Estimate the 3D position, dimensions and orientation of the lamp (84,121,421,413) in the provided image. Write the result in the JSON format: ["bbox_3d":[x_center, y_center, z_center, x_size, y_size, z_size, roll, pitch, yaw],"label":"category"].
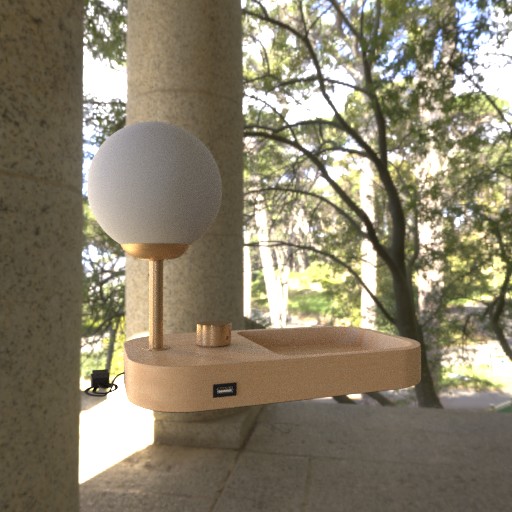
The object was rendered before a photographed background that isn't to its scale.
[{"bbox_3d":[0.000,0.000,0.459,0.331,0.253,0.173,0,-1,-19],"label":"lamp"}]
